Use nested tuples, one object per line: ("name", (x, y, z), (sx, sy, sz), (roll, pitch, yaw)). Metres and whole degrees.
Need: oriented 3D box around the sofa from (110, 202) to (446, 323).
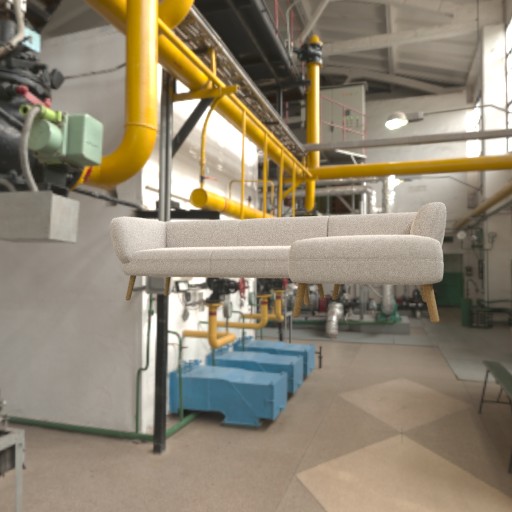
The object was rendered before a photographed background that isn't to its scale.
("sofa", (0.000, 0.000, 3.328), (2.660, 0.730, 1.610), (0, -1, 19))
